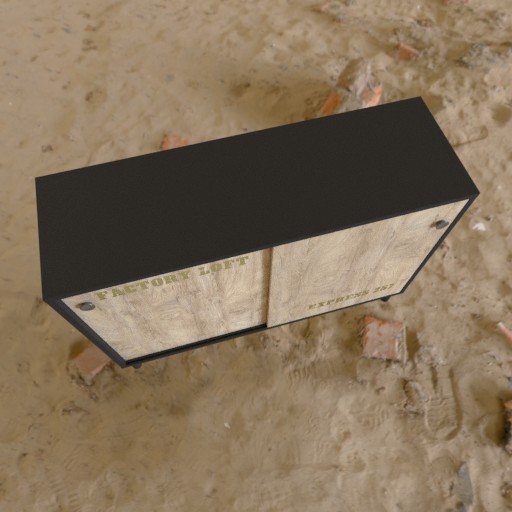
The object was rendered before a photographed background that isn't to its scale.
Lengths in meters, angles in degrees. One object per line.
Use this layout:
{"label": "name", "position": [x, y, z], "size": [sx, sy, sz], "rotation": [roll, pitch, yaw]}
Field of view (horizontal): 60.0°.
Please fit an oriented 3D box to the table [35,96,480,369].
{"label": "table", "position": [0.000, 0.000, 1.631], "size": [1.200, 0.855, 0.400], "rotation": [-14, 64, -7]}
